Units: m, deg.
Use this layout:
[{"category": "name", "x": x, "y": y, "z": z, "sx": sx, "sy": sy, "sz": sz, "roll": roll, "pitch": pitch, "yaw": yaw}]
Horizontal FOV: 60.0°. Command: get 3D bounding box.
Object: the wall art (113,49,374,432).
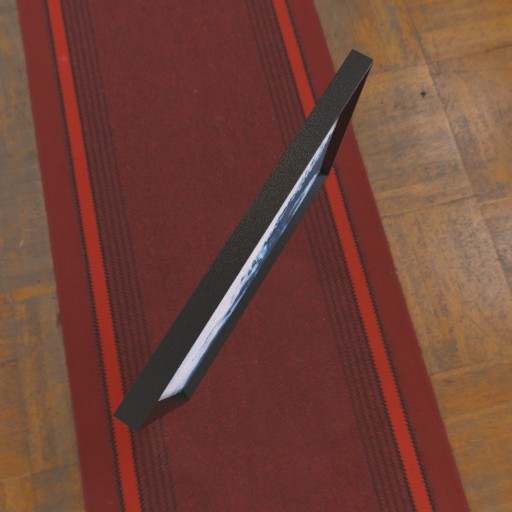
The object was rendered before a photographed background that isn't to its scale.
[{"category": "wall art", "x": 0.000, "y": 0.000, "z": 1.235, "sx": 0.058, "sy": 0.640, "sz": 0.939, "roll": 31, "pitch": 79, "yaw": 7}]
